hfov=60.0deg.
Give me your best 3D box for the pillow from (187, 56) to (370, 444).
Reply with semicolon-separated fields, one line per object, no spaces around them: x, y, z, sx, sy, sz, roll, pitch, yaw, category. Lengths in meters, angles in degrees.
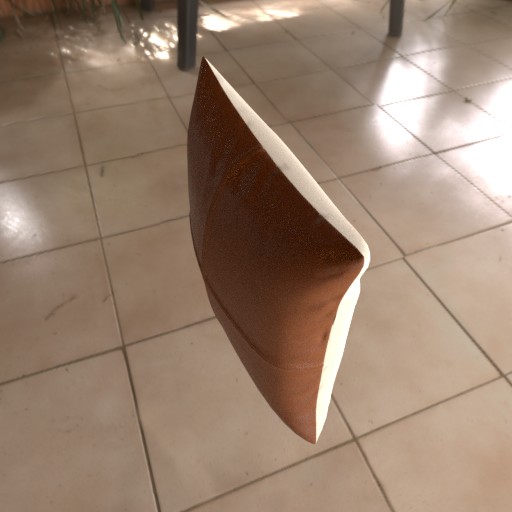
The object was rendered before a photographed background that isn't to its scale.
0.000;0.000;0.749;0.192;0.477;0.501;-17;49;-15;pillow
